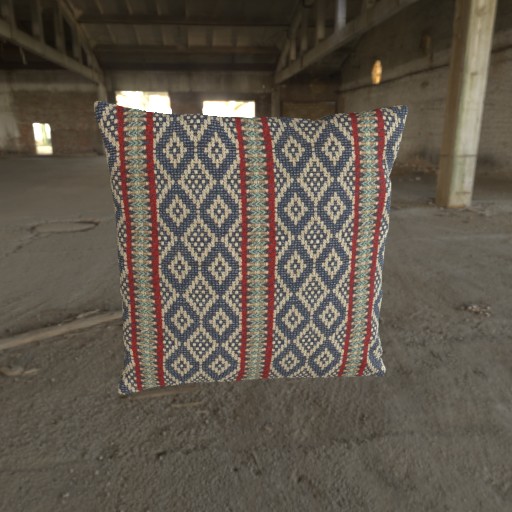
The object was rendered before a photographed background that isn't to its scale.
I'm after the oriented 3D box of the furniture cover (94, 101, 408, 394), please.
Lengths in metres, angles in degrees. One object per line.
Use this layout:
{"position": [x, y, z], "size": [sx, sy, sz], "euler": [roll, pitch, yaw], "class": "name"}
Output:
{"position": [0.000, 0.000, 0.657], "size": [0.431, 0.431, 0.139], "euler": [-2, 16, -7], "class": "furniture cover"}
